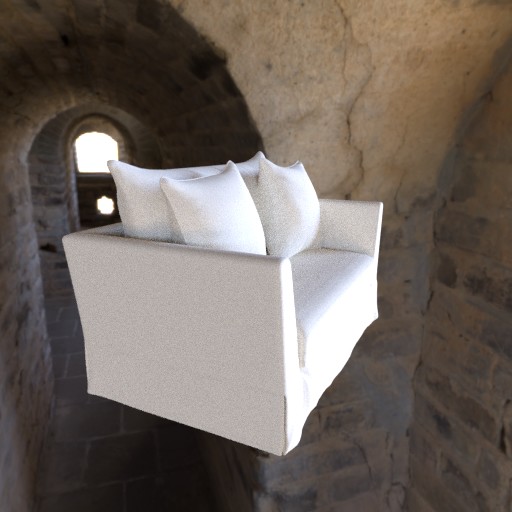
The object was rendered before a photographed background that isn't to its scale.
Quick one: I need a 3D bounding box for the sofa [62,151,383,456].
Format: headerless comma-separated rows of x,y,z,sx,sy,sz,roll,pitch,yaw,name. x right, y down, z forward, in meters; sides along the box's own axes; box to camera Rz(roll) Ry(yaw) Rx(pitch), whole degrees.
0.000,0.000,2.320,1.026,1.039,1.608,7,16,26,sofa
